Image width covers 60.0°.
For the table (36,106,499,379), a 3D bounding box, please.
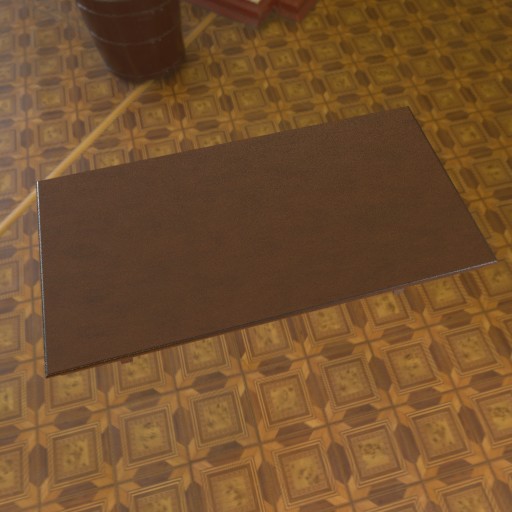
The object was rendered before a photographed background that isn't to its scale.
[{"bbox_3d":[0.000,0.000,1.455,1.197,0.459,0.594,-13,63,-7],"label":"table"}]
